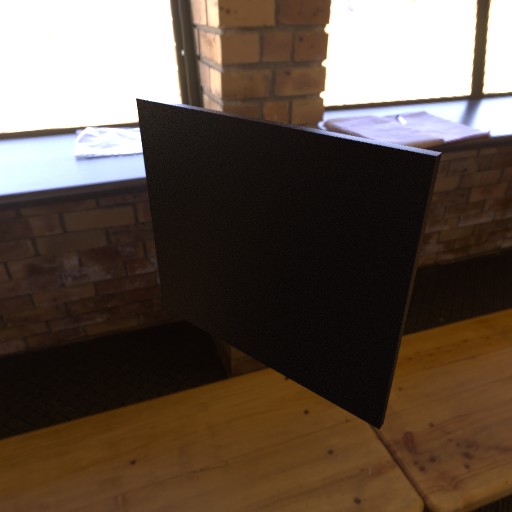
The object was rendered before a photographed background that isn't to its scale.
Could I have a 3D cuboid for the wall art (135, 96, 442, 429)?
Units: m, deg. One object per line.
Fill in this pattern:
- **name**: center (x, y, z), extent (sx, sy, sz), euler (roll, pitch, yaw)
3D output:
- **wall art**: center (0.000, 0.000, 0.547), extent (0.383, 0.332, 0.012), euler (22, 37, 33)
